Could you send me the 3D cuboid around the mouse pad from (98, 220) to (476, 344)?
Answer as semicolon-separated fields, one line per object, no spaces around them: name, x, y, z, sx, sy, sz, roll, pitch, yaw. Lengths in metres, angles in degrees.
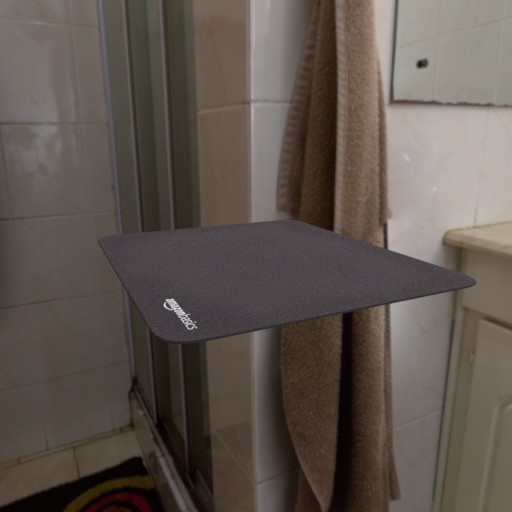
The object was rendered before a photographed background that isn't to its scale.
mouse pad;0.000;0.000;0.441;0.269;0.002;0.315;-7;17;-25
